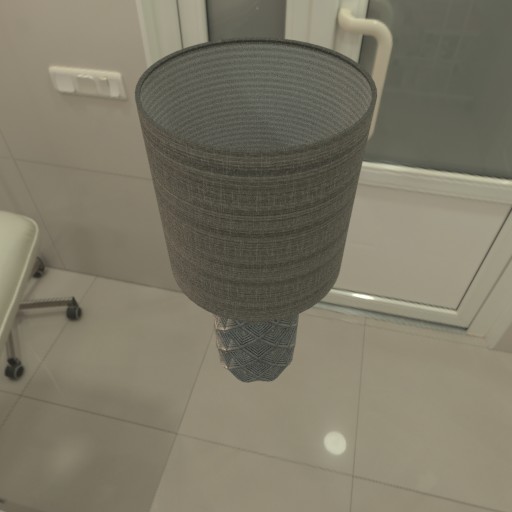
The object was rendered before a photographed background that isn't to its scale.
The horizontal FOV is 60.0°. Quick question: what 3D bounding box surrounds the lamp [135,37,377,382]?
[{"bbox_3d":[0.000,0.000,0.705,0.269,0.566,0.268,10,47,9],"label":"lamp"}]
